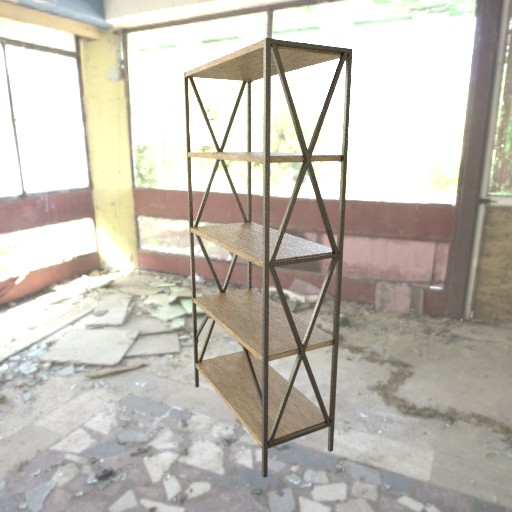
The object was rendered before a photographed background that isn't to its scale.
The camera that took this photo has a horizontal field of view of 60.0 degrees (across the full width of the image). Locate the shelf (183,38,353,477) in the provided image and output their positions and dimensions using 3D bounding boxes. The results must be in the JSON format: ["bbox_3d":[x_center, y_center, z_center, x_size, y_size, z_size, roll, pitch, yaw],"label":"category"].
[{"bbox_3d":[0.000,0.000,2.220,0.386,1.803,0.874,-7,16,-27],"label":"shelf"}]
